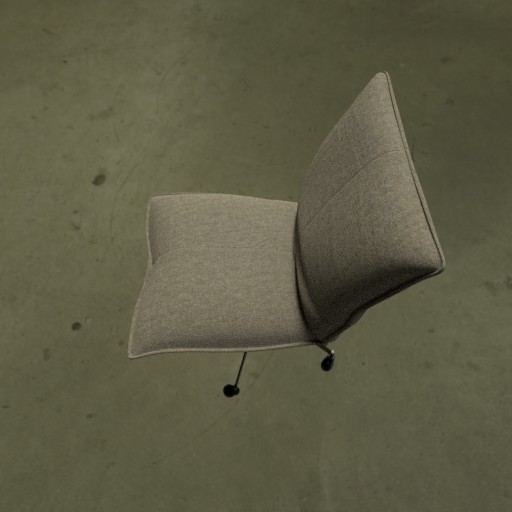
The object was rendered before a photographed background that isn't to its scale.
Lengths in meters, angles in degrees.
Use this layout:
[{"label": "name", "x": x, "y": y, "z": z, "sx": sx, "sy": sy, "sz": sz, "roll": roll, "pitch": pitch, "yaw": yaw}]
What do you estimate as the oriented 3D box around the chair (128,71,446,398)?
[{"label": "chair", "x": 0.000, "y": 0.000, "z": 1.278, "sx": 0.696, "sy": 0.811, "sz": 0.597, "roll": 0, "pitch": 56, "yaw": 0}]
